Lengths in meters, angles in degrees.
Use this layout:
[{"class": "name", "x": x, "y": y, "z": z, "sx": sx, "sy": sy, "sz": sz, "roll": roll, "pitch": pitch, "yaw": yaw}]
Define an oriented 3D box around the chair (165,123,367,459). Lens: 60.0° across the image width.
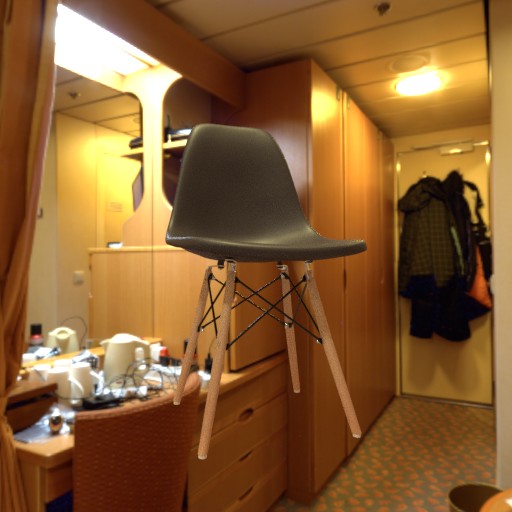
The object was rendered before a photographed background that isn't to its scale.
[{"class": "chair", "x": 0.000, "y": 0.000, "z": 1.145, "sx": 0.470, "sy": 0.825, "sz": 0.533, "roll": 0, "pitch": -1, "yaw": -18}]
